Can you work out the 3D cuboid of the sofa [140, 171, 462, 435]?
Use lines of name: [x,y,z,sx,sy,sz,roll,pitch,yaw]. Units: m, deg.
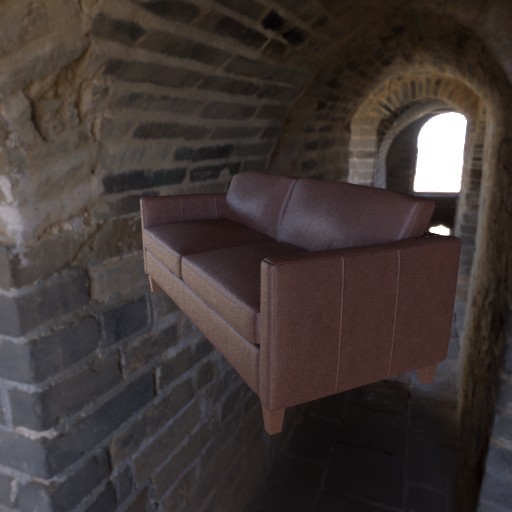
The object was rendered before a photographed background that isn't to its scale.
sofa: [0.000,0.000,2.500,0.923,0.863,1.971,-7,16,-26]
